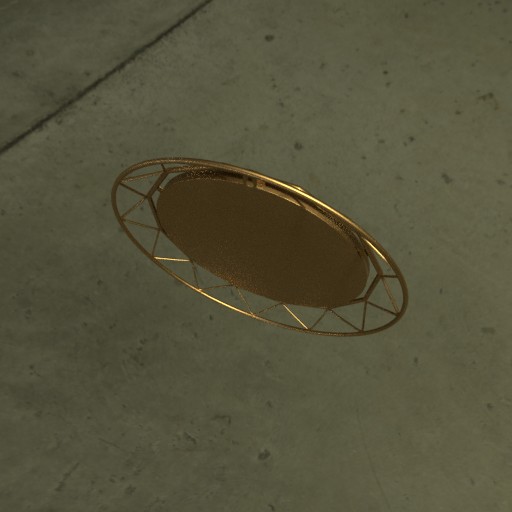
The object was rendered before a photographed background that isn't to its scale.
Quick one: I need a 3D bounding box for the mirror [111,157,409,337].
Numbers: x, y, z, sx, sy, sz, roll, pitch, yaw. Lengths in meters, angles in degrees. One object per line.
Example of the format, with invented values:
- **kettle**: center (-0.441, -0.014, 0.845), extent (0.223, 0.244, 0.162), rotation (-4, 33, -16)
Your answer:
- **mirror**: center (0.000, 0.000, 0.671), extent (0.454, 0.454, 0.043), rotation (19, 64, 9)
